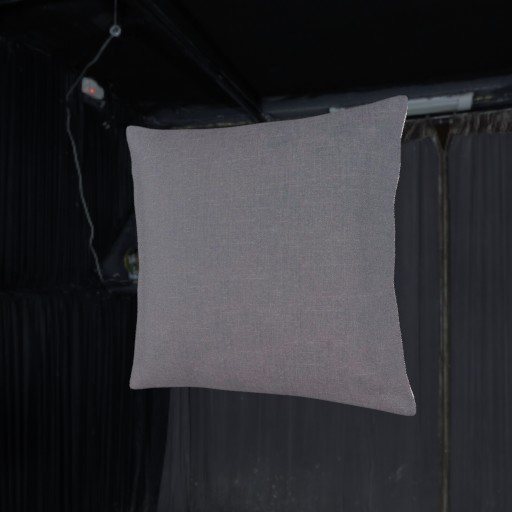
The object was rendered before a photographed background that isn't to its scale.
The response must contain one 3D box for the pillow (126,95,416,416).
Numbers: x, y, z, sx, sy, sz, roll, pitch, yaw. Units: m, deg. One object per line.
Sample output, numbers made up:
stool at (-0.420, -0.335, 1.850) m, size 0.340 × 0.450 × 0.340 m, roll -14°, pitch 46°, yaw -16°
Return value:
pillow at (0.000, 0.000, 0.777) m, size 0.523 × 0.506 × 0.166 m, roll 0°, pitch -2°, yaw 18°
